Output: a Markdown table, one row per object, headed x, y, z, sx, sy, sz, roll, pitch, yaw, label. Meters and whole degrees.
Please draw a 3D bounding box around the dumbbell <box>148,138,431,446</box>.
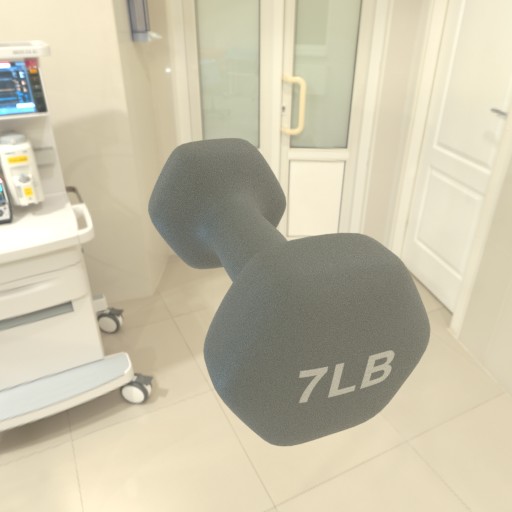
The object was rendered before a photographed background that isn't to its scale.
| x | y | z | sx | sy | sz | roll | pitch | yaw | label |
| --- | --- | --- | --- | --- | --- | --- | --- | --- | --- |
| 0.000 | 0.000 | 0.227 | 0.090 | 0.081 | 0.184 | -10 | 31 | -17 | dumbbell |
